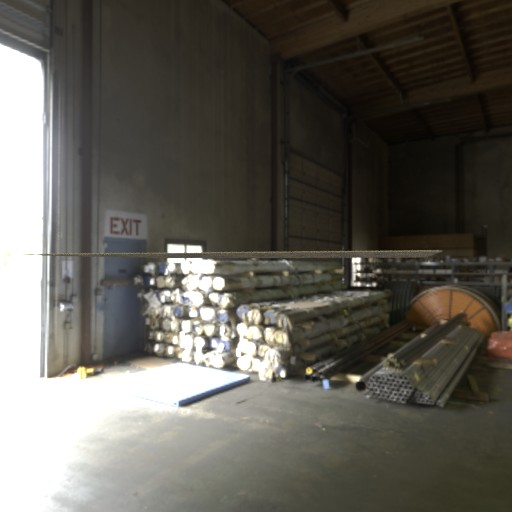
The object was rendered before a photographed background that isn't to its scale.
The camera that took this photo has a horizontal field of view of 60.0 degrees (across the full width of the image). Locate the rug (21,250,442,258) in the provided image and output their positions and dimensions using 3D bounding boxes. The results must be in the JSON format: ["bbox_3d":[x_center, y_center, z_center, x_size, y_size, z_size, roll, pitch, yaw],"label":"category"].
[{"bbox_3d":[0.000,0.000,4.024,2.977,0.008,2.380,0,-1,18],"label":"rug"}]
